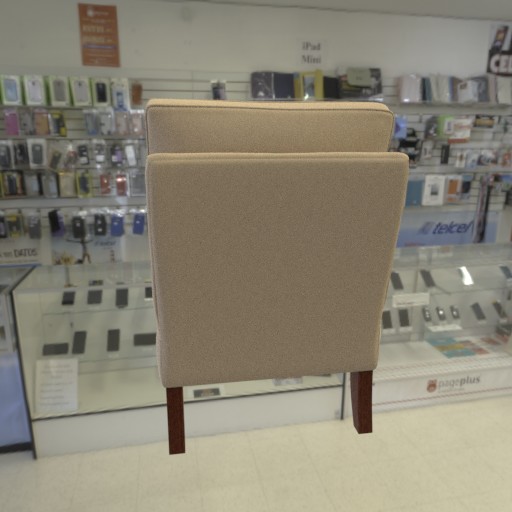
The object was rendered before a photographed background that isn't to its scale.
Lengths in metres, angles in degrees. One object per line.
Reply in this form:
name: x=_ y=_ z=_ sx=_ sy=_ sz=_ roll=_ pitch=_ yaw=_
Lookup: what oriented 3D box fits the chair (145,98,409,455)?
chair: x=0.000 y=0.000 z=1.639 sx=0.724 sy=1.052 sz=0.912 roll=-2 pitch=15 yaw=-9
